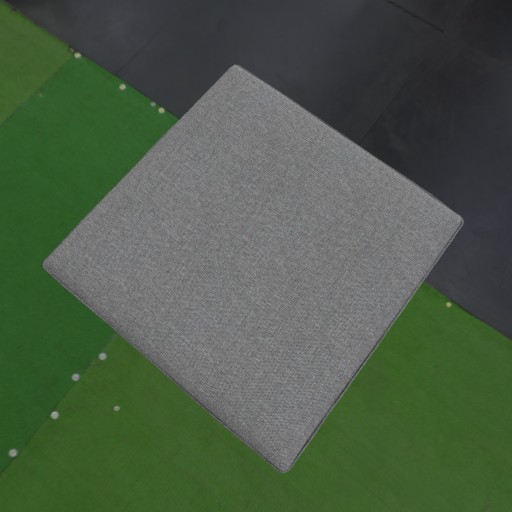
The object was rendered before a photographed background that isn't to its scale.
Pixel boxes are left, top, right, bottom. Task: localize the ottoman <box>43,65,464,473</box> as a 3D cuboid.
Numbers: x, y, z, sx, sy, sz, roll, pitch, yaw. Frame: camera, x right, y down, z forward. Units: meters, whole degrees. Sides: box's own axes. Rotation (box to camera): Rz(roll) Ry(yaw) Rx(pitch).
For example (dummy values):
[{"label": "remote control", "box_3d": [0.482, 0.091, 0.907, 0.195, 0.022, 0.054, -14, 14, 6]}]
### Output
[{"label": "ottoman", "box_3d": [0.000, 0.000, 1.616, 1.023, 0.423, 1.017, 38, 77, 10]}]
